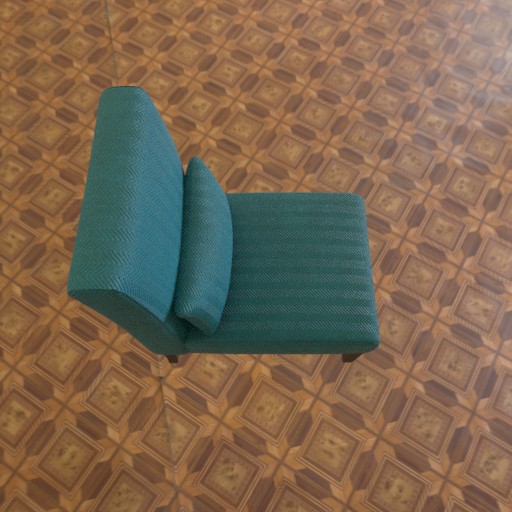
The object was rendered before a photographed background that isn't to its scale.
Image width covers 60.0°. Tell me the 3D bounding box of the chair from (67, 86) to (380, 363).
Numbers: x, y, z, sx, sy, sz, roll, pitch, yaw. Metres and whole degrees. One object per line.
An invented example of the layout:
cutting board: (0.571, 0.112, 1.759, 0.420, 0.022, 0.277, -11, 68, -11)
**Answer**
chair: (0.000, 0.000, 1.441, 0.808, 0.927, 0.579, 0, 67, 0)
